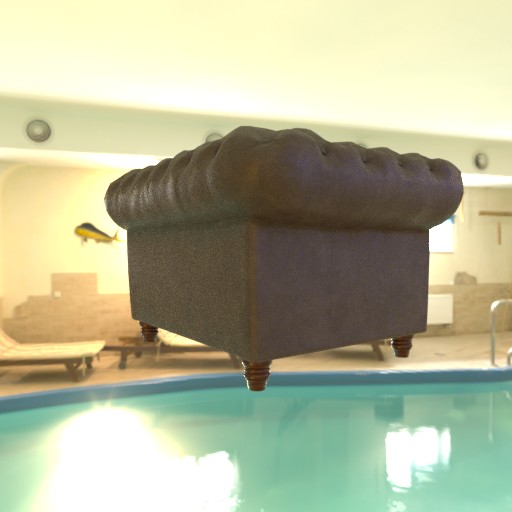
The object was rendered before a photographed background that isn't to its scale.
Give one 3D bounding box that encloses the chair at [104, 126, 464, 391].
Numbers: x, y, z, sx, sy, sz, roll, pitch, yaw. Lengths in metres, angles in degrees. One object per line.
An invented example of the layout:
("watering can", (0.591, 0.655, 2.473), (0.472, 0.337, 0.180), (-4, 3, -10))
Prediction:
("chair", (0.000, 0.000, 1.835), (0.943, 0.780, 1.298), (-1, 1, -35))
